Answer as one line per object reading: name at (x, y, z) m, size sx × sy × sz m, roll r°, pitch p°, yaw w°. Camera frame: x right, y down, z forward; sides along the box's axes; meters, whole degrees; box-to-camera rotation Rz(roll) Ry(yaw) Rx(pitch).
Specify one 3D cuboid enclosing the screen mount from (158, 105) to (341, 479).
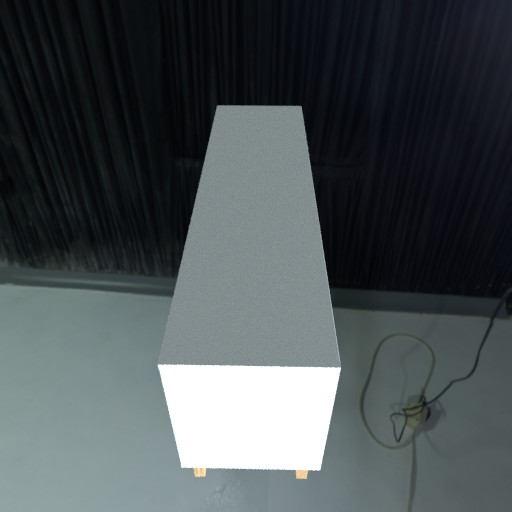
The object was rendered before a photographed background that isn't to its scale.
screen mount at (0.000, 0.000, 1.736) m, size 0.400 × 0.619 × 1.490 m, roll 1°, pitch 40°, yaw 1°
